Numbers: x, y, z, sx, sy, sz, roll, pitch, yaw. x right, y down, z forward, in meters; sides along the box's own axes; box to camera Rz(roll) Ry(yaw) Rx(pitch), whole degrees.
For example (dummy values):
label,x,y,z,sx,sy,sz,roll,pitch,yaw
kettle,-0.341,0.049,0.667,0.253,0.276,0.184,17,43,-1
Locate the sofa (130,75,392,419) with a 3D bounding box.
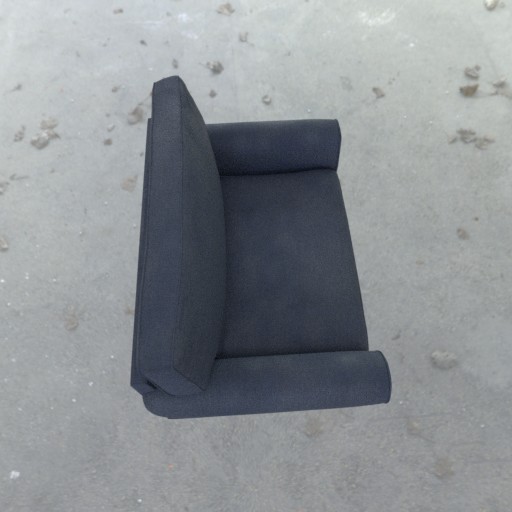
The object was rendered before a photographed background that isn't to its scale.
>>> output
label,x,y,z,sx,sy,sz,roll,pitch,yaw
sofa,0.000,0.000,2.039,0.938,1.004,1.405,-3,62,-2
